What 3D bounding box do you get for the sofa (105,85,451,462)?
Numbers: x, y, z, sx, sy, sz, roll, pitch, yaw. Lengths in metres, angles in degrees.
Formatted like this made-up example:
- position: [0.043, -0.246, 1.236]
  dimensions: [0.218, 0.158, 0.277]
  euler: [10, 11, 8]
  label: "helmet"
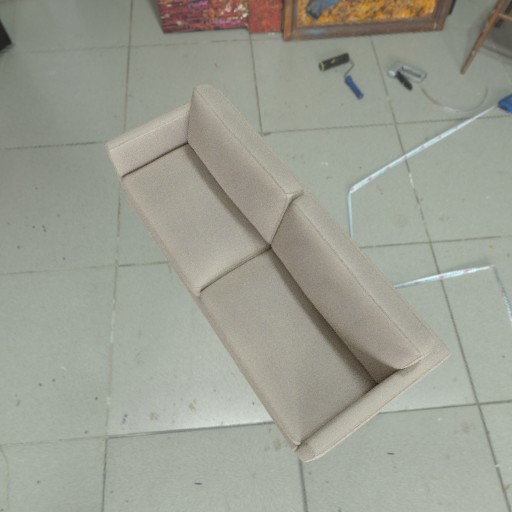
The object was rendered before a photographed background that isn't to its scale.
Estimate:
- position: [0.000, 0.000, 2.900]
  dimensions: [0.951, 0.968, 2.361]
  euler: [-31, 68, -14]
  label: "sofa"
